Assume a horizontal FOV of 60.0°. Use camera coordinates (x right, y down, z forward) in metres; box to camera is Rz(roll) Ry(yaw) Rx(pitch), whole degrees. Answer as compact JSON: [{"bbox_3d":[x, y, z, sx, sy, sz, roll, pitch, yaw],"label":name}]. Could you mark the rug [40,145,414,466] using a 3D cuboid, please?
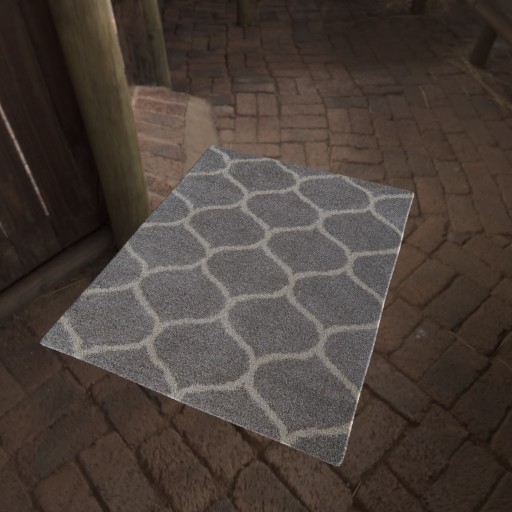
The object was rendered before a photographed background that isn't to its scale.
[{"bbox_3d":[0.000,0.000,4.059,2.399,0.026,3.000,17,49,15],"label":"rug"}]
